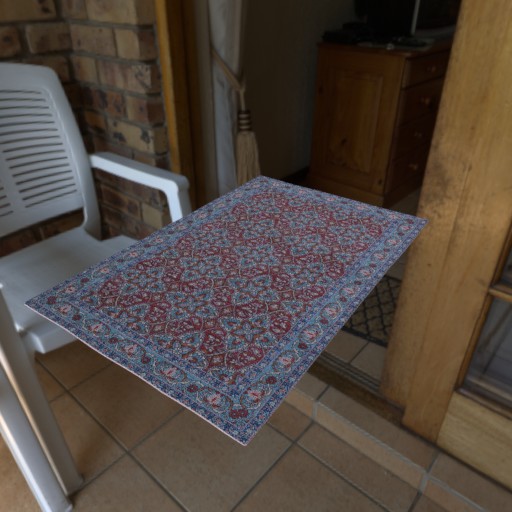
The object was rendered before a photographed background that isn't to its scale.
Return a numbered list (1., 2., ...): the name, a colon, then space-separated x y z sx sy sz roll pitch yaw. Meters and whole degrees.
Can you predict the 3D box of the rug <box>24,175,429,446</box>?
1. rug: 0.000 0.000 2.285 1.219 0.009 1.829 21 38 29
